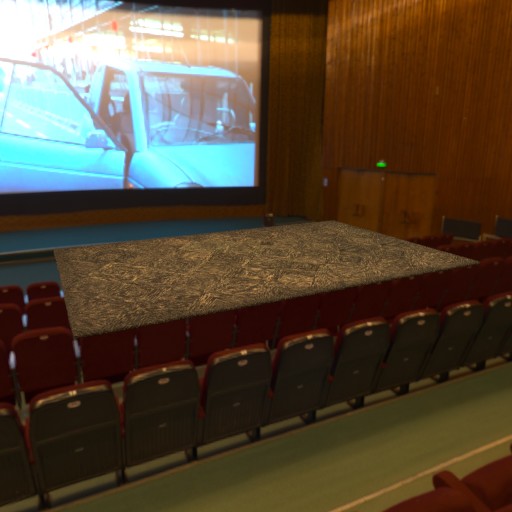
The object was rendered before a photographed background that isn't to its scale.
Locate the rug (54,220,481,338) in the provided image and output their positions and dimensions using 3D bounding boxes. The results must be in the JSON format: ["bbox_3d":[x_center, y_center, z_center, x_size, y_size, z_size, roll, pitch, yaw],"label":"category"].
[{"bbox_3d":[0.000,0.000,2.154,1.754,0.010,1.139,-8,17,-25],"label":"rug"}]
